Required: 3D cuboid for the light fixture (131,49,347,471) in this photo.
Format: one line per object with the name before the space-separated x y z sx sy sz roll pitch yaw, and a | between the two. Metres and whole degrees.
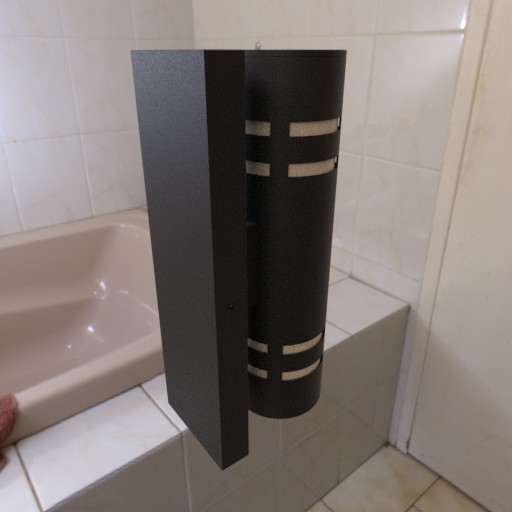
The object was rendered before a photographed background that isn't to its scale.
light fixture | 0.000 0.000 0.392 0.149 0.330 0.105 -17 30 -33
